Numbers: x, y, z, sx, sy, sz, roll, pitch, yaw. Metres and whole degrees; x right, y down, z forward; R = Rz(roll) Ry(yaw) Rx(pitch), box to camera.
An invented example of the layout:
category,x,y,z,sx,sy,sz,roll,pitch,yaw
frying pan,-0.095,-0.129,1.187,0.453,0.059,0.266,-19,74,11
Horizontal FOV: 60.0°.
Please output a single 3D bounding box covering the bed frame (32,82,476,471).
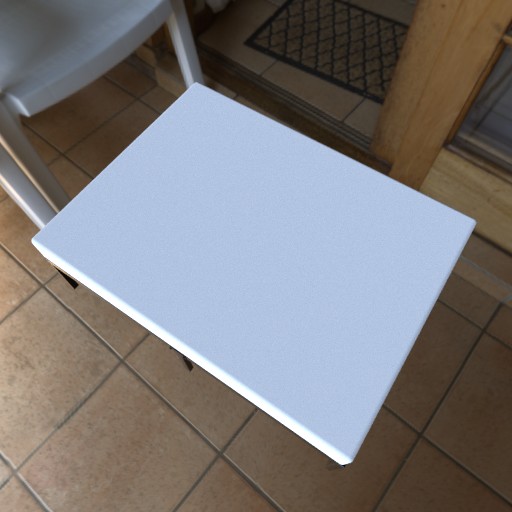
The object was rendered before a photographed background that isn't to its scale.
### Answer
category,x,y,z,sx,sy,sz,roll,pitch,yaw
bed frame,0.000,0.000,2.799,2.072,0.659,1.557,31,67,15
